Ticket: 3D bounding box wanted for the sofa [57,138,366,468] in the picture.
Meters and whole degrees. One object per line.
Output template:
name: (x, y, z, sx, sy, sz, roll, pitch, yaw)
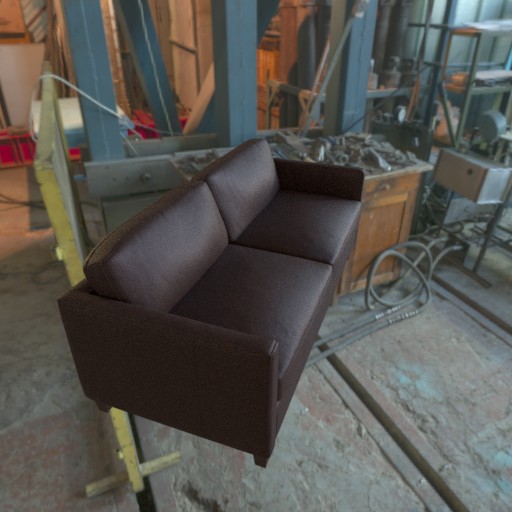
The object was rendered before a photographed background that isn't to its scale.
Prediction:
sofa: (0.000, 0.000, 2.472, 0.923, 0.863, 1.971, 11, 32, 18)
